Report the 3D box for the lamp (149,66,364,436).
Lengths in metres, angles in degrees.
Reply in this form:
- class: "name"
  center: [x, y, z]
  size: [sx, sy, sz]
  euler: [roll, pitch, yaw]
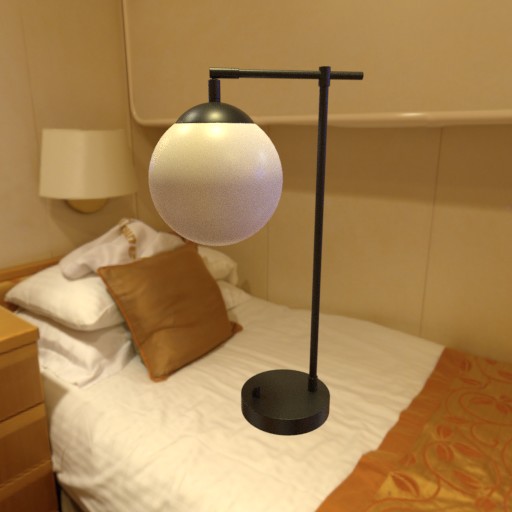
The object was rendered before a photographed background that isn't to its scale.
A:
- class: "lamp"
  center: [0.000, 0.000, 0.701]
  size: [0.316, 0.559, 0.197]
  euler: [-2, 16, -8]
